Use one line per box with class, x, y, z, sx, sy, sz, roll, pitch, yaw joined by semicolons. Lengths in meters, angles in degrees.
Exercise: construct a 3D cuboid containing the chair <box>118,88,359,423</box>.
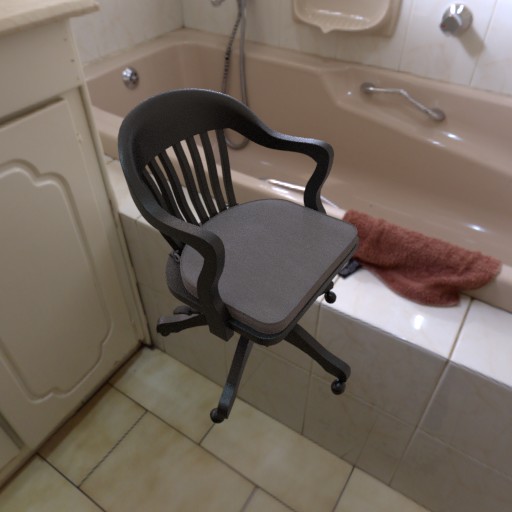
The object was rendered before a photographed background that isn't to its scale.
chair;0.000;0.000;1.455;0.788;0.878;0.750;25;48;26
